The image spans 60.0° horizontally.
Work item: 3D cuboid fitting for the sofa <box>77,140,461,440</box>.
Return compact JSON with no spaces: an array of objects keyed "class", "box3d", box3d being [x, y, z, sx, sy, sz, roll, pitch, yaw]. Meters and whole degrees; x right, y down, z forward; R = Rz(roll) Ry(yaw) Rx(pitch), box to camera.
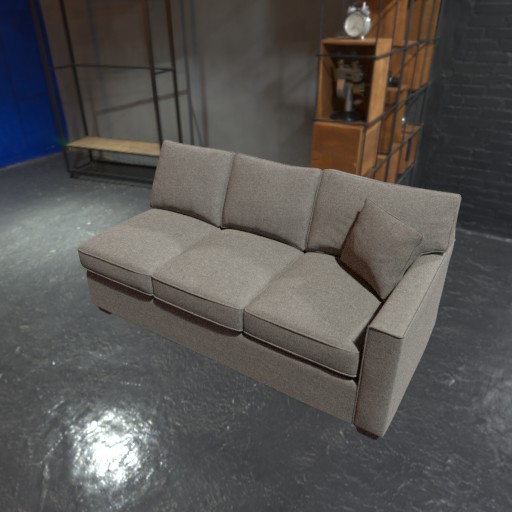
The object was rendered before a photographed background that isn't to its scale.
[{"class":"sofa","box3d":[0.000,0.000,2.581,1.963,0.946,1.034,17,34,28]}]
